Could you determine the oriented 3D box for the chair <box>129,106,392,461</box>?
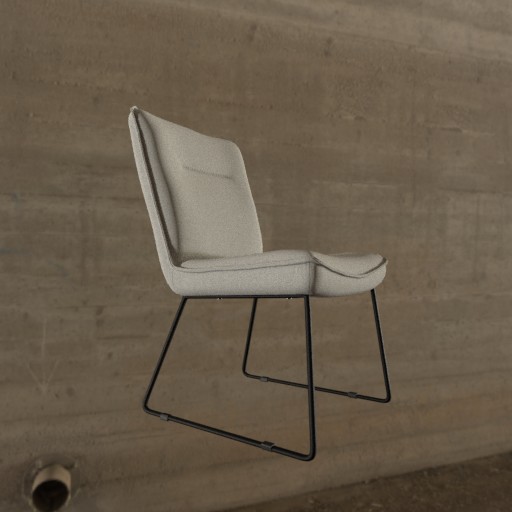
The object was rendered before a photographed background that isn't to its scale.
[{"bbox_3d":[0.000,0.000,1.382,0.688,0.930,0.515,0,-1,36],"label":"chair"}]
